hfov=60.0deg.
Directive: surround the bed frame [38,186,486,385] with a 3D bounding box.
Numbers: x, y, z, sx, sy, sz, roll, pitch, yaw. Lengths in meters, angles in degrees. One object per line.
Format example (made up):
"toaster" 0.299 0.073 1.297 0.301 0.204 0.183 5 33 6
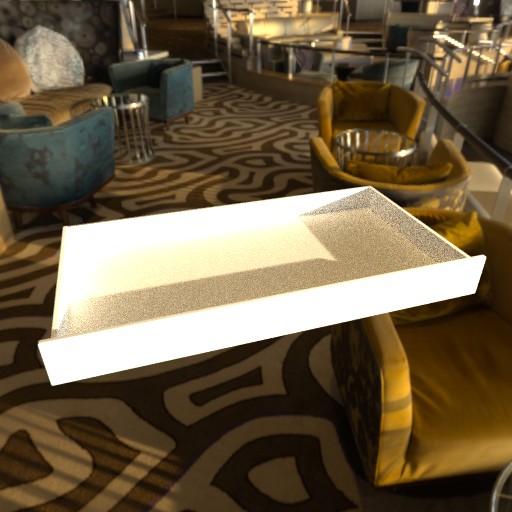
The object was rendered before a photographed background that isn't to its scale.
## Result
"bed frame" 0.000 0.000 1.526 1.300 0.141 0.670 -9 33 -15
